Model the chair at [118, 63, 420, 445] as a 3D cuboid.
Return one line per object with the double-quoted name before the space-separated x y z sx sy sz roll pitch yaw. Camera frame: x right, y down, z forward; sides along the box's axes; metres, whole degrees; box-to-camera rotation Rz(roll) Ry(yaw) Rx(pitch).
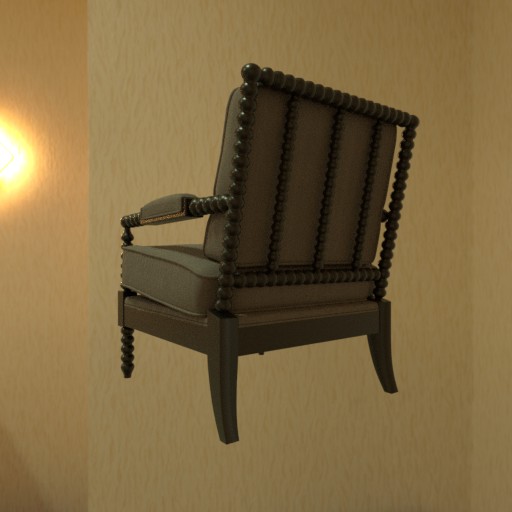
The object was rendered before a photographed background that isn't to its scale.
"chair" 0.000 0.000 1.123 0.540 0.661 0.622 0 0 -37
